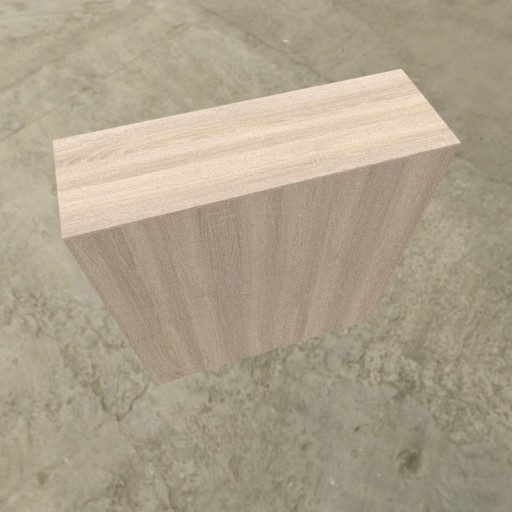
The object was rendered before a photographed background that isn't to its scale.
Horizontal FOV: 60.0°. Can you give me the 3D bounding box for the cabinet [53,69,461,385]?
[{"bbox_3d":[0.000,0.000,3.003,1.870,2.060,0.620,-15,59,-9],"label":"cabinet"}]
